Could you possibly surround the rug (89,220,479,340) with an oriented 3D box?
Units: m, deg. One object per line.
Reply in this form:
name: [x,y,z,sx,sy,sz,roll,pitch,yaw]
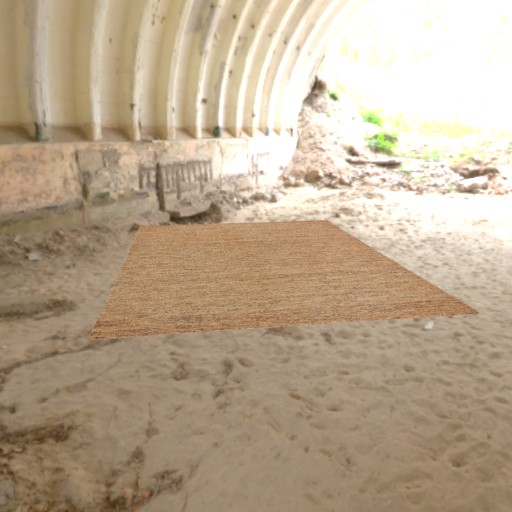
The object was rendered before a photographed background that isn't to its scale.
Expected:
rug: [0.000,0.000,4.222,2.438,0.012,3.200,-2,16,-9]
